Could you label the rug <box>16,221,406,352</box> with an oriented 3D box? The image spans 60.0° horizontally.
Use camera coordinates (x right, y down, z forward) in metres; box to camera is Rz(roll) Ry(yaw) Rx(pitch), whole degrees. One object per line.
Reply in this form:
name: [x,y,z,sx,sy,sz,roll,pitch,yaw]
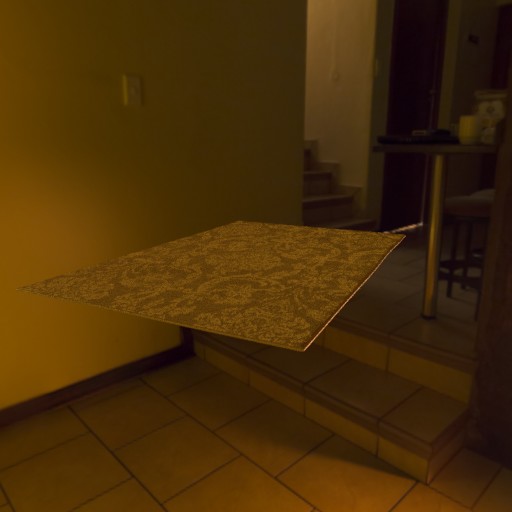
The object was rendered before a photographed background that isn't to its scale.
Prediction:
rug: [0.000,0.000,2.276,1.206,0.012,1.824,7,15,26]
